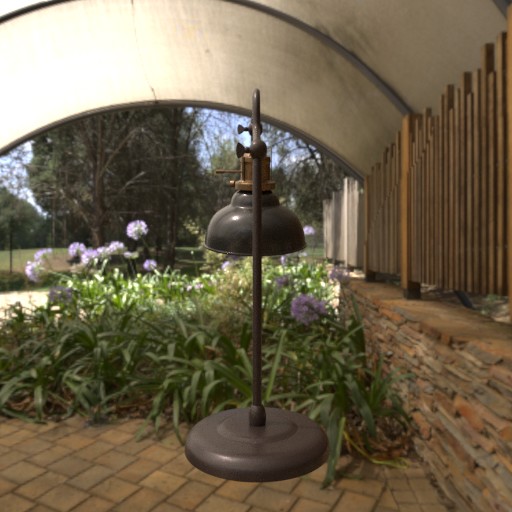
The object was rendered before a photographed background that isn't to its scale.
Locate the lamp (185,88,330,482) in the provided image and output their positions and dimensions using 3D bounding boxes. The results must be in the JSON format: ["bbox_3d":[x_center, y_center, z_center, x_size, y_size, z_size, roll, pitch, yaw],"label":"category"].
[{"bbox_3d":[0.000,0.000,0.683,0.192,0.508,0.374,0,0,-1],"label":"lamp"}]
